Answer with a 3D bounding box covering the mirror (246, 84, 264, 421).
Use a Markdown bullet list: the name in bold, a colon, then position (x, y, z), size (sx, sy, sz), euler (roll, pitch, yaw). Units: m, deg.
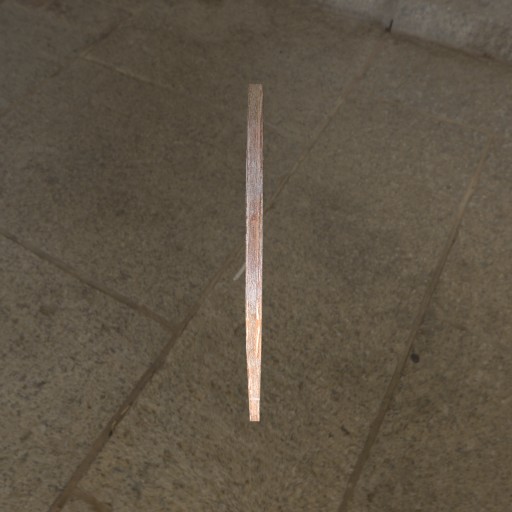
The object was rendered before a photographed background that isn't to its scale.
- **mirror**: position (0.000, 0.000, 1.188), size (0.032, 0.920, 0.660), euler (0, 58, 0)
